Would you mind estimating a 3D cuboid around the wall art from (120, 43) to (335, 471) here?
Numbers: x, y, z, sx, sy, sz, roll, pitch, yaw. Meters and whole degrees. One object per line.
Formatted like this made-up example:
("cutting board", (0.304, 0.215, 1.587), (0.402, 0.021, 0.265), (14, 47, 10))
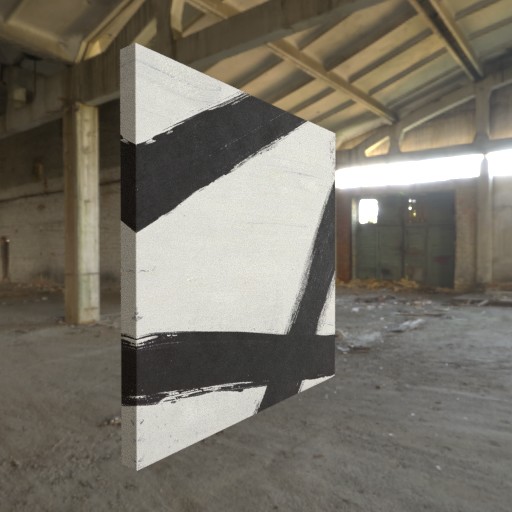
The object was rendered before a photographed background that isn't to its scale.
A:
("wall art", (0.000, 0.000, 1.108), (0.046, 0.765, 0.765), (1, 1, 37))
